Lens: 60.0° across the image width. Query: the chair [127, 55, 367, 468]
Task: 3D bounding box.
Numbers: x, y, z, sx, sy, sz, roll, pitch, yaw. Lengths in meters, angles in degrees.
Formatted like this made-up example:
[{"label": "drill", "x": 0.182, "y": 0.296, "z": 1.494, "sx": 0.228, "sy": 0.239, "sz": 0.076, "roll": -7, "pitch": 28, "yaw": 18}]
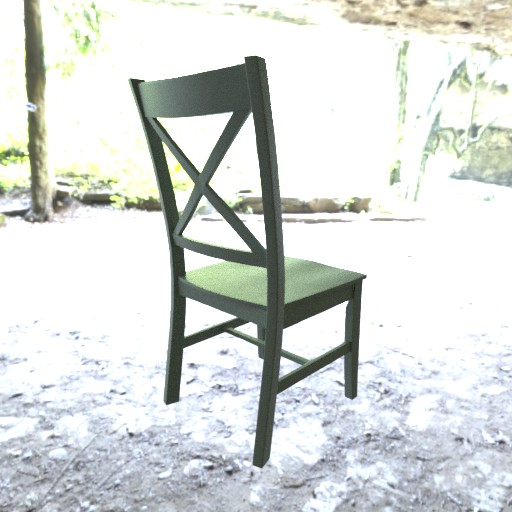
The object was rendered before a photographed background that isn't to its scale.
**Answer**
[{"label": "chair", "x": 0.000, "y": 0.000, "z": 1.318, "sx": 0.485, "sy": 0.983, "sz": 0.542, "roll": 13, "pitch": 19, "yaw": 43}]
